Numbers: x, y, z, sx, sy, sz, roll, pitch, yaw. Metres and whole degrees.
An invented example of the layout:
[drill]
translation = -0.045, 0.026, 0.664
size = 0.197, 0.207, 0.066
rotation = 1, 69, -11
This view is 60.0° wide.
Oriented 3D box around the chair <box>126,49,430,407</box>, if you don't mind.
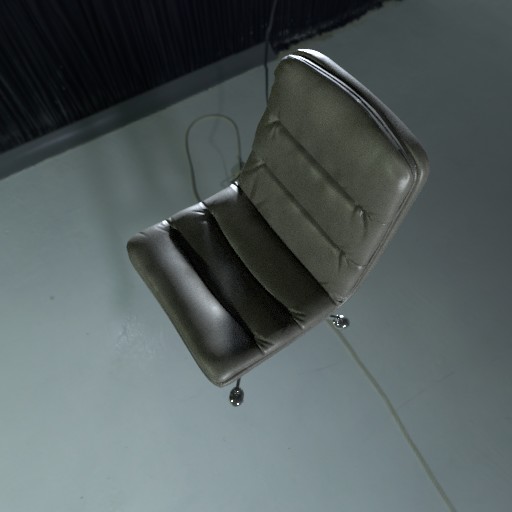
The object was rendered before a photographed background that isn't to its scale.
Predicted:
[chair]
translation = 0.000, 0.000, 1.021
size = 0.485, 0.738, 0.422
rotation = -33, 69, -15
